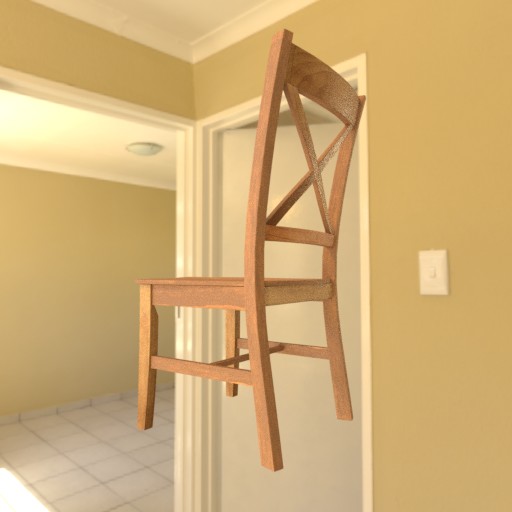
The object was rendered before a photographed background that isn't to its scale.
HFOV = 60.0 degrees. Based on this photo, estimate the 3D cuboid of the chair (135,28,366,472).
[{"bbox_3d":[0.000,0.000,1.302,0.542,0.983,0.485,-1,-2,35],"label":"chair"}]
